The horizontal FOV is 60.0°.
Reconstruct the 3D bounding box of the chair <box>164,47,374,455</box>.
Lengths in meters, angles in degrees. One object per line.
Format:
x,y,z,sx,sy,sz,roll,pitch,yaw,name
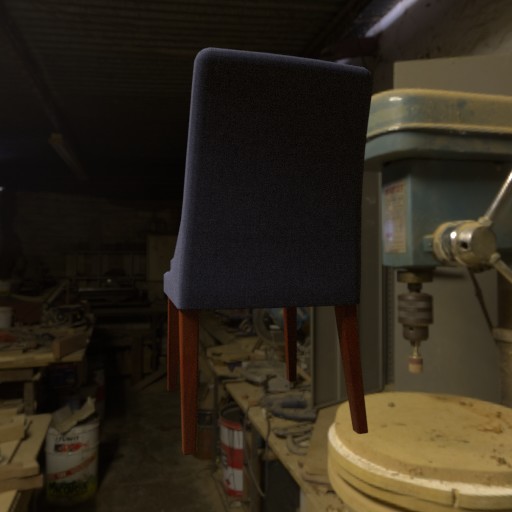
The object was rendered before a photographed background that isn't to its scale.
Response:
0.000,0.000,1.353,0.508,0.952,0.655,0,0,-16,chair
